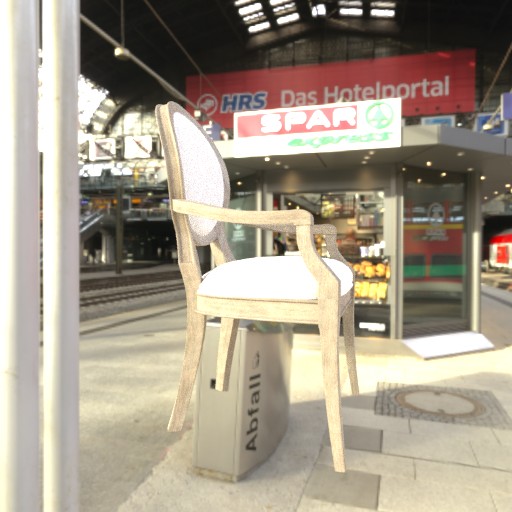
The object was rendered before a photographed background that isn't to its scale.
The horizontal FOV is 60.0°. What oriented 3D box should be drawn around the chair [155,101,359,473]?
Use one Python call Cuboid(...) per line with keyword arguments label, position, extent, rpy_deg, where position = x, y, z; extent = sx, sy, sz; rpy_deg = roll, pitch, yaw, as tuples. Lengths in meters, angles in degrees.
Cuboid(label="chair", position=(0.000, 0.000, 1.389), extent=(0.602, 0.991, 0.611), rpy_deg=(0, 0, 16))
